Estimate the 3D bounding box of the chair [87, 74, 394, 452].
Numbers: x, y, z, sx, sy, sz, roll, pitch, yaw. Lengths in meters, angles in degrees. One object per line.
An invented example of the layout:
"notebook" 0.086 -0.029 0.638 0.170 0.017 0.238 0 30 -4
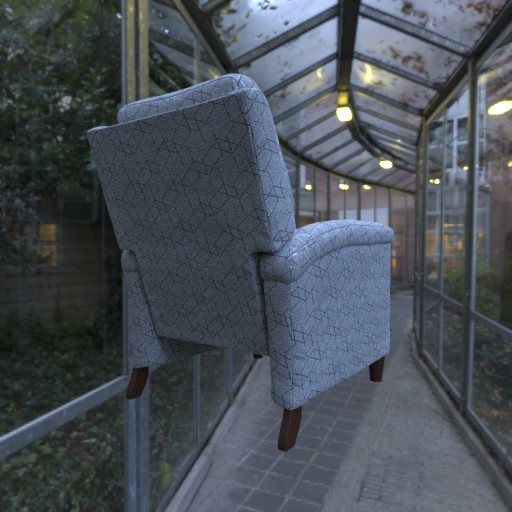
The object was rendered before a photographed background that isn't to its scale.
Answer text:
"chair" 0.000 0.000 1.672 0.753 1.048 0.987 1 2 37
